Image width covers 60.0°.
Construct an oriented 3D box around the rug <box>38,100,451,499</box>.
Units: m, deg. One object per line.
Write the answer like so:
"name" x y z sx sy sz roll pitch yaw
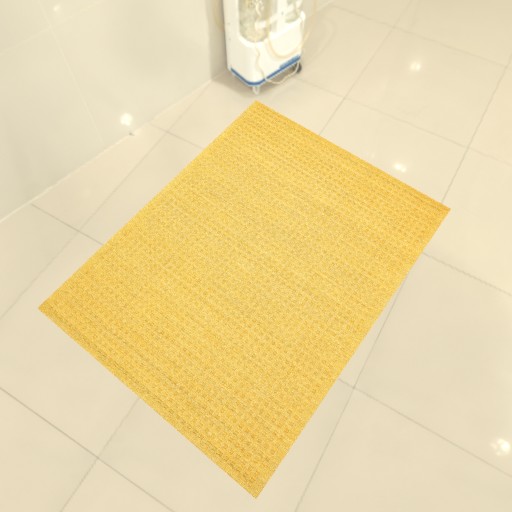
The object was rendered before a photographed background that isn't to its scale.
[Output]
"rug" 0.000 0.000 4.245 2.486 0.015 3.242 34 68 16
